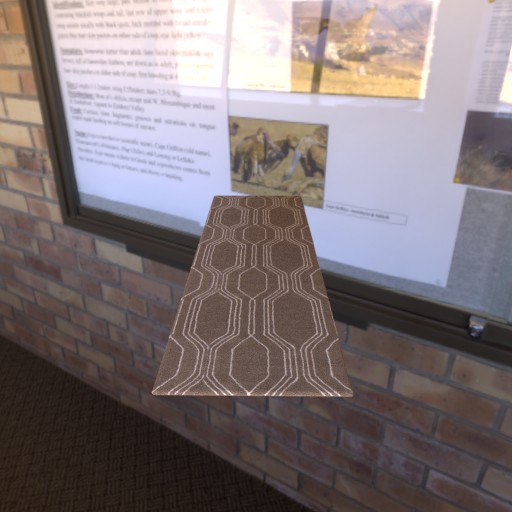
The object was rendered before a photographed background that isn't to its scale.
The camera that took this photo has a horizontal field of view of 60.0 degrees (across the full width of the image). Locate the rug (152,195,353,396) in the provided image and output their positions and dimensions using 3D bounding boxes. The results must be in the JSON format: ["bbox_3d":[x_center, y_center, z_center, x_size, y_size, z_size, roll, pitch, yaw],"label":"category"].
[{"bbox_3d":[0.000,0.000,2.805,0.773,0.012,2.464,0,25,1],"label":"rug"}]
